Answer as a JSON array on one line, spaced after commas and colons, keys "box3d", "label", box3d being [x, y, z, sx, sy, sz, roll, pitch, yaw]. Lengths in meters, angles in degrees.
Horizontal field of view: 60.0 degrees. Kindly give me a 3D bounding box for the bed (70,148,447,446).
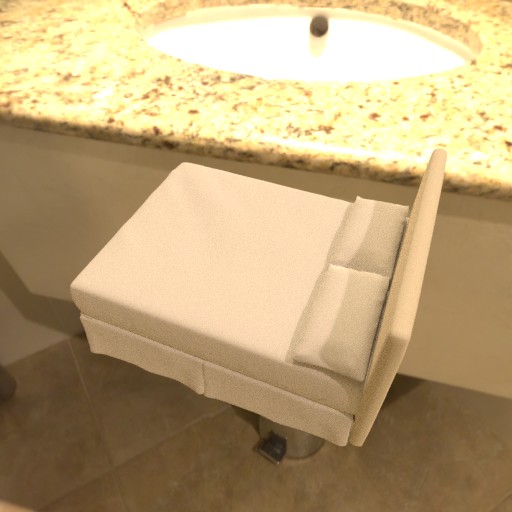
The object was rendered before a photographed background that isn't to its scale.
[{"box3d": [0.000, 0.000, 3.194, 2.147, 1.330, 1.714, 17, 49, 15], "label": "bed"}]
